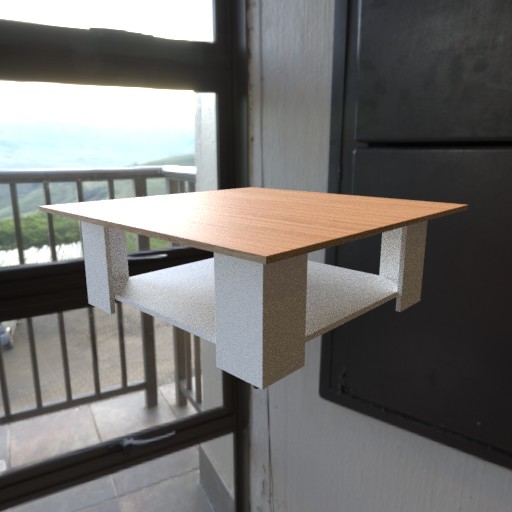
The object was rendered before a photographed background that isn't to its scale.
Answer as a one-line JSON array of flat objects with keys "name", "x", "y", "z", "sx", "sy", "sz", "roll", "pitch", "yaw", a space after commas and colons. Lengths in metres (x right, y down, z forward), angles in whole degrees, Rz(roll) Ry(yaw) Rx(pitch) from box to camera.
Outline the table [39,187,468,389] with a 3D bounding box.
[{"name": "table", "x": 0.000, "y": 0.000, "z": 1.334, "sx": 0.890, "sy": 0.305, "sz": 0.890, "roll": 13, "pitch": 19, "yaw": 42}]
